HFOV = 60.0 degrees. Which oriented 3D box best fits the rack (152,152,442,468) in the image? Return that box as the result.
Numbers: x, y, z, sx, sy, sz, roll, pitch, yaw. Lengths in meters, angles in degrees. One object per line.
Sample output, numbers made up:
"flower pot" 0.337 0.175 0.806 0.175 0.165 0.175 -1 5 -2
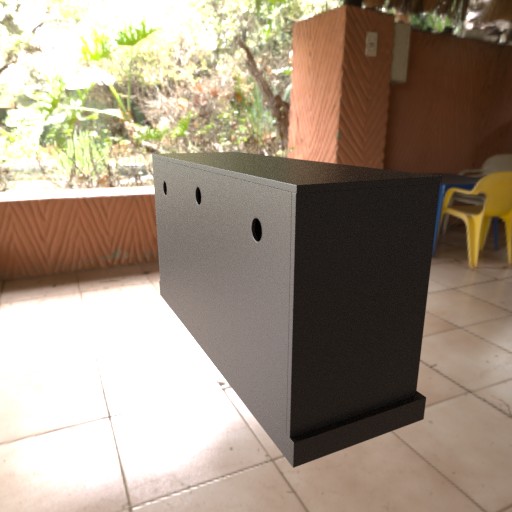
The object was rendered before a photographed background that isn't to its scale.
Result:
"rack" 0.000 0.000 1.520 0.399 0.635 1.206 -8 18 -25
